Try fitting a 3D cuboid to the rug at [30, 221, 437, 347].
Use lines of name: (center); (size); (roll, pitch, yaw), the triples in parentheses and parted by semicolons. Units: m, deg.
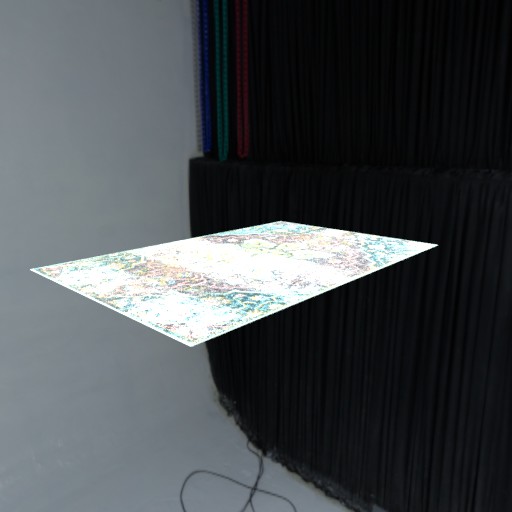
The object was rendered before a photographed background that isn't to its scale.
rug: (0.000, 0.000, 2.979); (1.566, 0.004, 2.363); (13, 19, 42)
